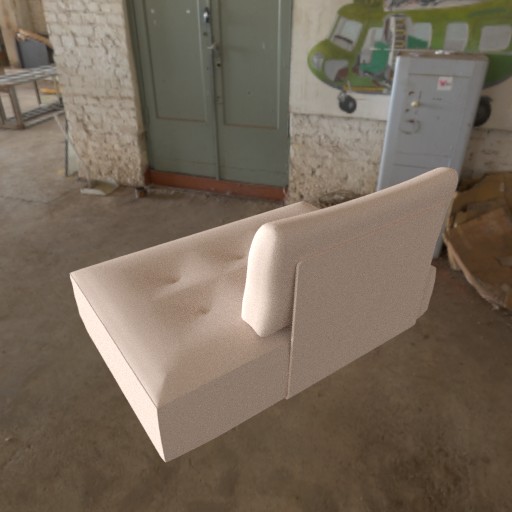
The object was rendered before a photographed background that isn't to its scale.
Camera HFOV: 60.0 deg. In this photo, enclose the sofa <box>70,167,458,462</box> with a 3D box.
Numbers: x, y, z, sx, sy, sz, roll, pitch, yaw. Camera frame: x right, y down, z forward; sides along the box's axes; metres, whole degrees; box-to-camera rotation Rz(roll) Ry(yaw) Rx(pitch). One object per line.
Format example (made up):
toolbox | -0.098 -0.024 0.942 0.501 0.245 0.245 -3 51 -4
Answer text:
sofa | 0.000 0.000 2.044 1.450 0.820 1.000 -20 36 -30
